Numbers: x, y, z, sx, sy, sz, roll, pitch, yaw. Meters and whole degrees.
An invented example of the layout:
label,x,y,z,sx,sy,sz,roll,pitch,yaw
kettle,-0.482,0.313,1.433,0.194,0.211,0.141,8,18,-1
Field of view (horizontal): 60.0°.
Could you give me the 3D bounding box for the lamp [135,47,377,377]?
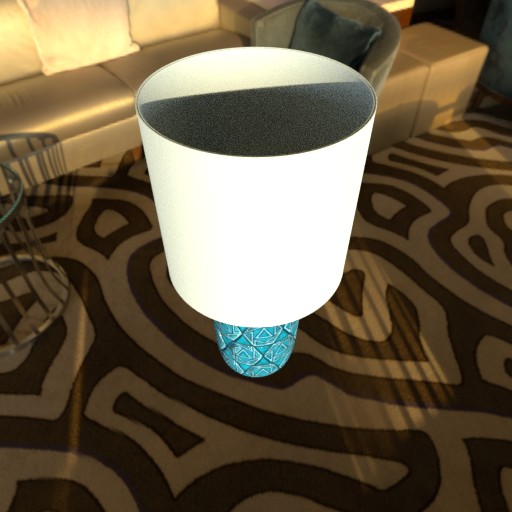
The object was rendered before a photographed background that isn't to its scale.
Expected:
label,x,y,z,sx,sy,sz,roll,pitch,yaw
lamp,0.000,0.000,0.492,0.193,0.377,0.193,32,53,27
